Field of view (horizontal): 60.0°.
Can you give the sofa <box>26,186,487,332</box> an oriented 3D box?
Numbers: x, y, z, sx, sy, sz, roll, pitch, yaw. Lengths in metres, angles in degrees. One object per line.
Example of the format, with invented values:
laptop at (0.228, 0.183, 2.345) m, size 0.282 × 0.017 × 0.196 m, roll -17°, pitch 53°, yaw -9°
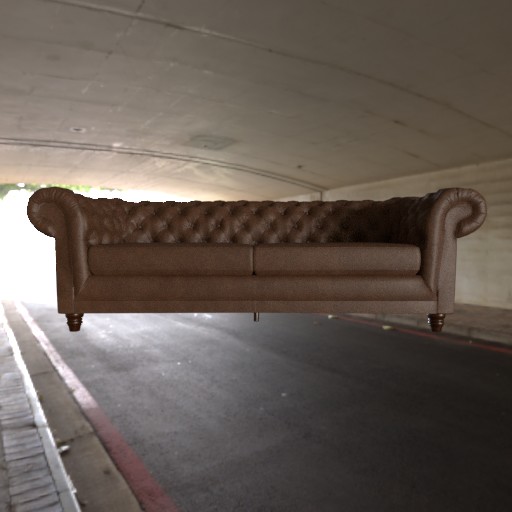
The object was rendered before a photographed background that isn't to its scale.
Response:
sofa at (0.000, 0.000, 2.728) m, size 2.385 × 0.783 × 0.944 m, roll 0°, pitch 1°, yaw 0°
